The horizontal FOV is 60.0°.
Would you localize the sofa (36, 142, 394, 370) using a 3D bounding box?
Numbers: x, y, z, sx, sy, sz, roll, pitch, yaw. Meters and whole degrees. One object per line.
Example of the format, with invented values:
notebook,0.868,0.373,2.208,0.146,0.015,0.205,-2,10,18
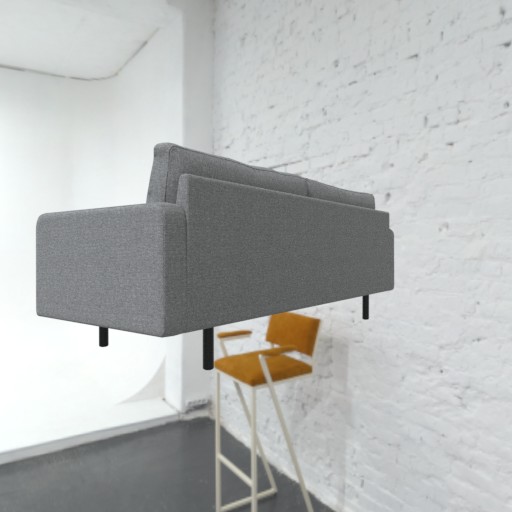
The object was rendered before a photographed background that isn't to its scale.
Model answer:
sofa,0.000,0.000,2.596,0.880,0.880,2.200,1,1,37
